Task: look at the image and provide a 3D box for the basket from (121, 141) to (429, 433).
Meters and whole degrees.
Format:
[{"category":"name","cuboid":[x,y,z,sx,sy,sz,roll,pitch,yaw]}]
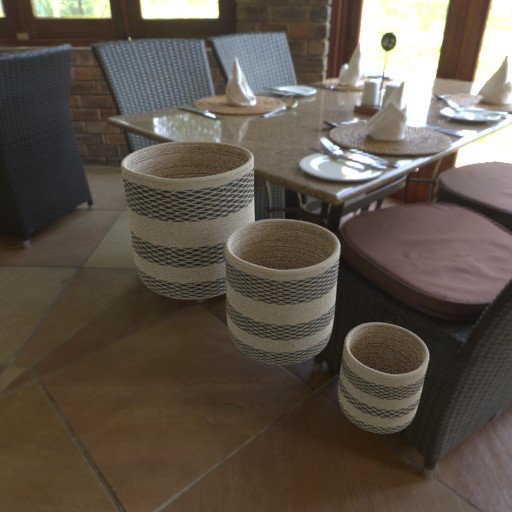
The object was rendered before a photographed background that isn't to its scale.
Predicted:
[{"category":"basket","cuboid":[0.000,0.000,1.063,0.351,0.356,0.917,-22,36,-33]}]
